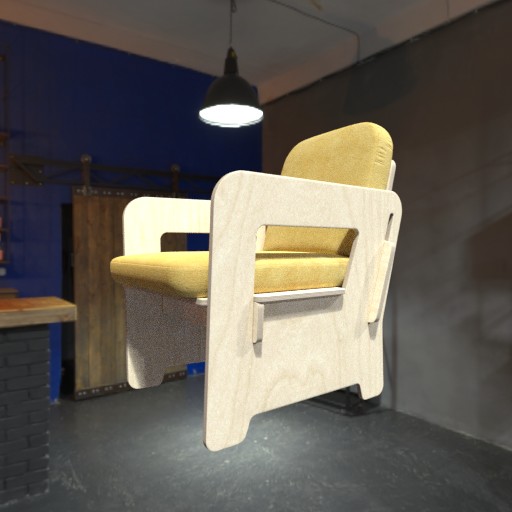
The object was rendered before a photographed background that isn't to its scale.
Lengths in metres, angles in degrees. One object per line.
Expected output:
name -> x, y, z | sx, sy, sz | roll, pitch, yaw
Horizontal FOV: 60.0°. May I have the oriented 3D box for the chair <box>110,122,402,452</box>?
chair -> 0.000, 0.000, 1.273 | 0.710, 0.800, 0.590 | -1, 1, -34
